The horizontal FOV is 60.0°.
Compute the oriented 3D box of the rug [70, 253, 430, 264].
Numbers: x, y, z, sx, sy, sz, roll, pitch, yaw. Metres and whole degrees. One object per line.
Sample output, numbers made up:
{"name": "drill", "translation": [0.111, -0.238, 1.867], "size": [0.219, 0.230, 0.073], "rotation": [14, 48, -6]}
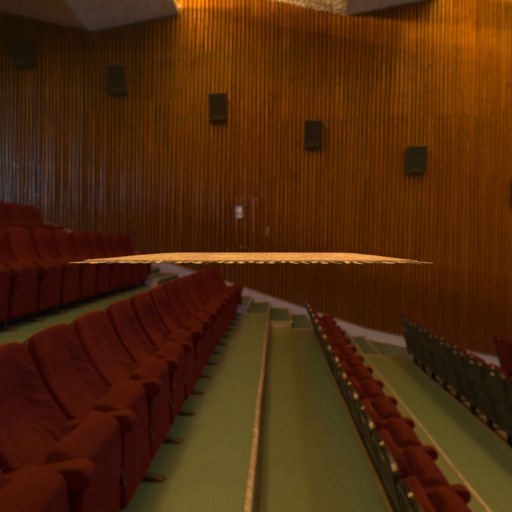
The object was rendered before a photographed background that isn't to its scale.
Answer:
{"name": "rug", "translation": [0.000, 0.000, 3.153], "size": [1.619, 0.023, 2.465], "rotation": [0, 1, 2]}
